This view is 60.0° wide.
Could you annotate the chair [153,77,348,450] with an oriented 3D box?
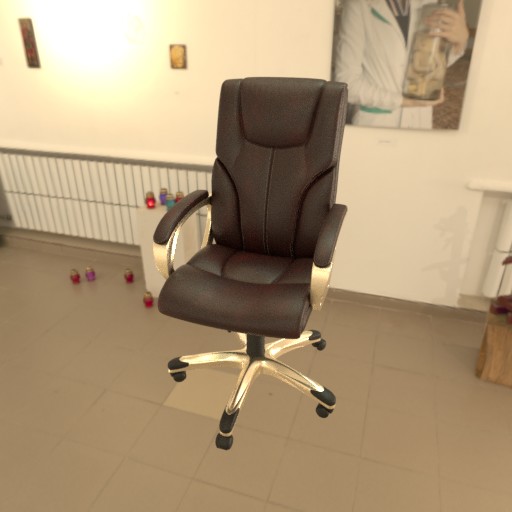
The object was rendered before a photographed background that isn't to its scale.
[{"bbox_3d":[0.000,0.000,1.541,0.662,1.107,0.739,8,28,16],"label":"chair"}]
